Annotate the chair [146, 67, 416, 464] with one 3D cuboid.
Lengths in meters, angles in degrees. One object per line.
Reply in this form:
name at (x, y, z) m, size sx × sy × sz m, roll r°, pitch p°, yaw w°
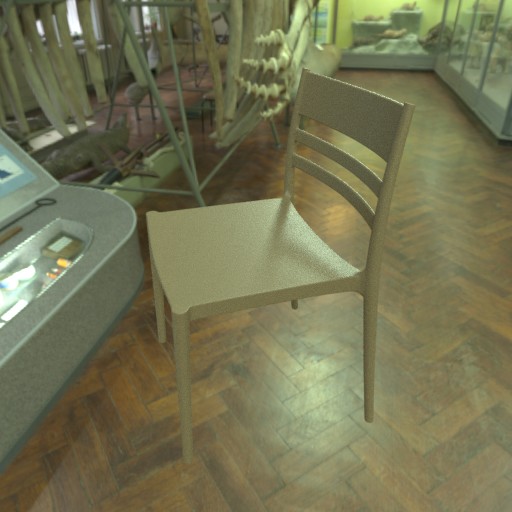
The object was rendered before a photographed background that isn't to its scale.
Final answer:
chair at (0.000, 0.000, 1.107) m, size 0.511 × 0.800 × 0.531 m, roll -9°, pitch 32°, yaw -15°
